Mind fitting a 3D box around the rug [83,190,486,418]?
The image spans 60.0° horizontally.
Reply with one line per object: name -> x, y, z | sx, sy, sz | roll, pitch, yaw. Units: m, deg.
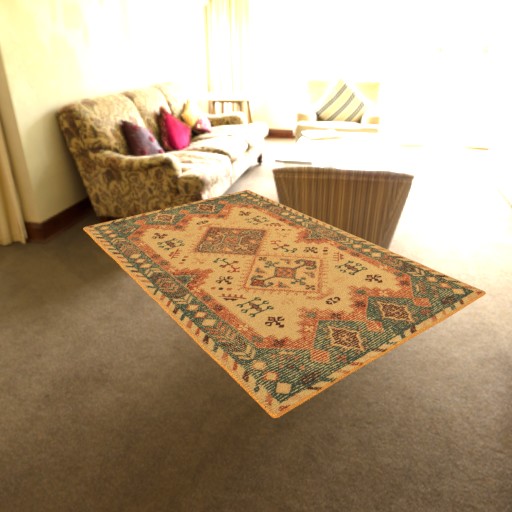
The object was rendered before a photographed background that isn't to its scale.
rug -> 0.000, 0.000, 2.319 | 1.225, 0.015, 1.840 | -18, 32, -32
